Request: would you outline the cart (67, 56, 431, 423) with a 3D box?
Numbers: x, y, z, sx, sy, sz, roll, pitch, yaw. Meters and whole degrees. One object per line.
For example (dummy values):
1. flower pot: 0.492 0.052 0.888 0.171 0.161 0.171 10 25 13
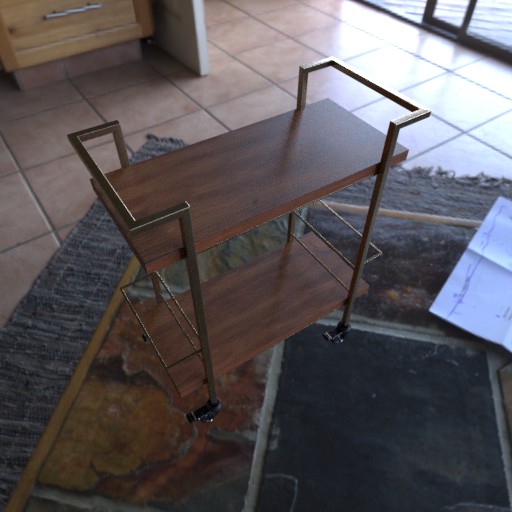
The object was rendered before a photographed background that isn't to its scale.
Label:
1. cart: 0.000 0.000 1.209 0.695 0.807 0.364 -25 52 -22
